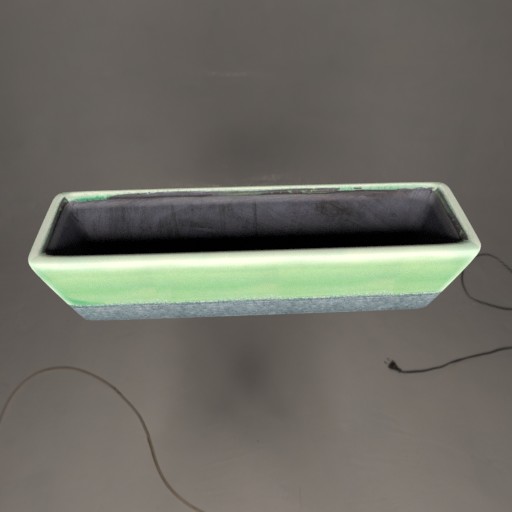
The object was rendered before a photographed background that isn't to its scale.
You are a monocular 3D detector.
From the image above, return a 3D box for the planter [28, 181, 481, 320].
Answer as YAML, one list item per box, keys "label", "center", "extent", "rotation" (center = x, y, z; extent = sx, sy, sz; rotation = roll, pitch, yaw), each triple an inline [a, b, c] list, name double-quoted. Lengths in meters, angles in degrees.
- label: "planter"
  center: [0.000, 0.000, 0.312]
  extent: [0.275, 0.072, 0.072]
  rotation: [-2, 46, -2]
